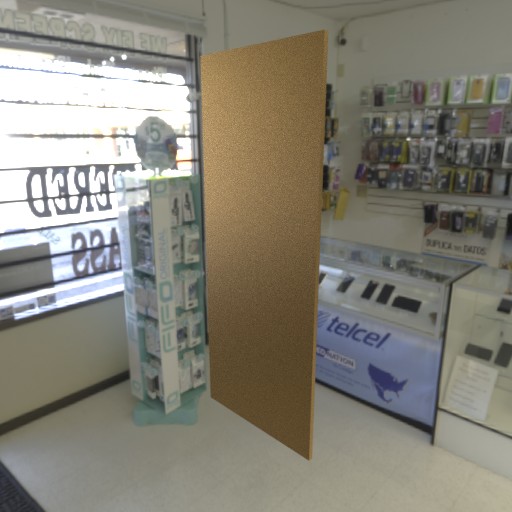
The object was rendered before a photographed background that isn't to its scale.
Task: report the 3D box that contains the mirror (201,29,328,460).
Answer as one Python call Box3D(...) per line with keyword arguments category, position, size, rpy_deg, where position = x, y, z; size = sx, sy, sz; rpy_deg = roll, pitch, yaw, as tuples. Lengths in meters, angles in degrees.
Box3D(category="mirror", position=(0.000, 0.000, 2.321), size=(0.025, 2.031, 0.812), rpy_deg=(-14, 20, -42))
